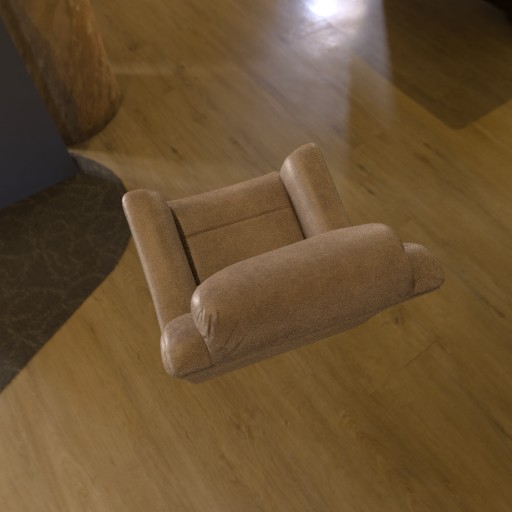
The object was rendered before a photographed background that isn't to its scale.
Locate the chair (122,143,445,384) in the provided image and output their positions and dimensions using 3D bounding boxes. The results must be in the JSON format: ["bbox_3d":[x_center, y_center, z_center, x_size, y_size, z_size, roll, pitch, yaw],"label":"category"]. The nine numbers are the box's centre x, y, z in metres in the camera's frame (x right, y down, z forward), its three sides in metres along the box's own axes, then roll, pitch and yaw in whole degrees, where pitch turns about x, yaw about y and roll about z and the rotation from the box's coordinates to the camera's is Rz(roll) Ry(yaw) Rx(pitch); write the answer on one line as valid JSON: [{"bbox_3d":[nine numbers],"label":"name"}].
[{"bbox_3d":[0.000,0.000,1.899,0.965,1.116,1.068,-17,61,-10],"label":"chair"}]
